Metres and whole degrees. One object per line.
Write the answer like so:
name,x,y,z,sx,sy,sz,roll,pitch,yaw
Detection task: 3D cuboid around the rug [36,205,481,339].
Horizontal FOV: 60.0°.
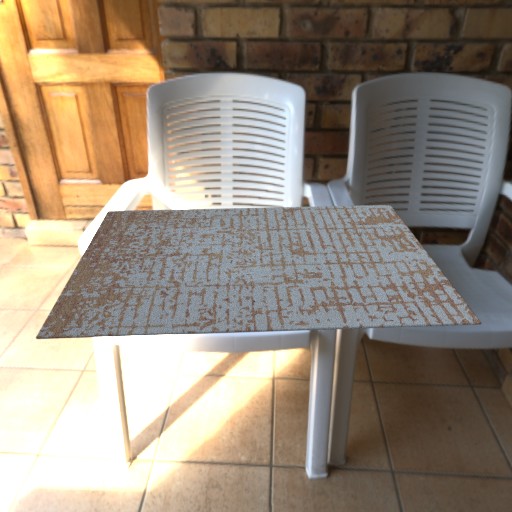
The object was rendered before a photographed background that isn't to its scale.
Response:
rug,0.000,0.000,2.336,1.829,0.011,1.219,-1,30,-2
